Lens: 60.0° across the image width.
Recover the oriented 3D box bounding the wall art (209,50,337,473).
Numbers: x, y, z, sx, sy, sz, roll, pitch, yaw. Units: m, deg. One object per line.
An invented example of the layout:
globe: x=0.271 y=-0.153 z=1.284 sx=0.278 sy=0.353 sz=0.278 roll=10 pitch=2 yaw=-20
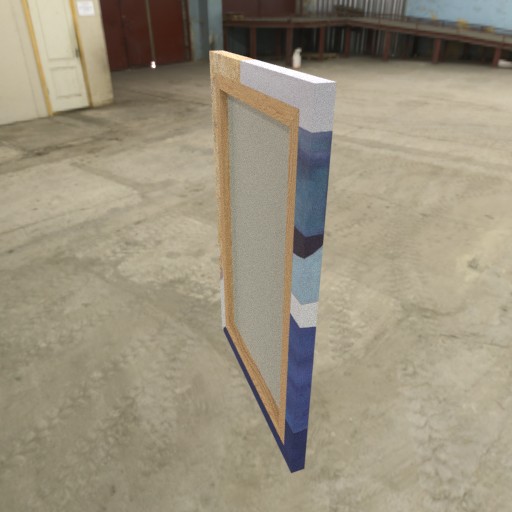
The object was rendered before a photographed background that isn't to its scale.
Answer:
wall art: x=0.000 y=0.000 z=1.133 sx=0.039 sy=0.911 sz=0.607 roll=-10 pitch=31 yaw=-18
